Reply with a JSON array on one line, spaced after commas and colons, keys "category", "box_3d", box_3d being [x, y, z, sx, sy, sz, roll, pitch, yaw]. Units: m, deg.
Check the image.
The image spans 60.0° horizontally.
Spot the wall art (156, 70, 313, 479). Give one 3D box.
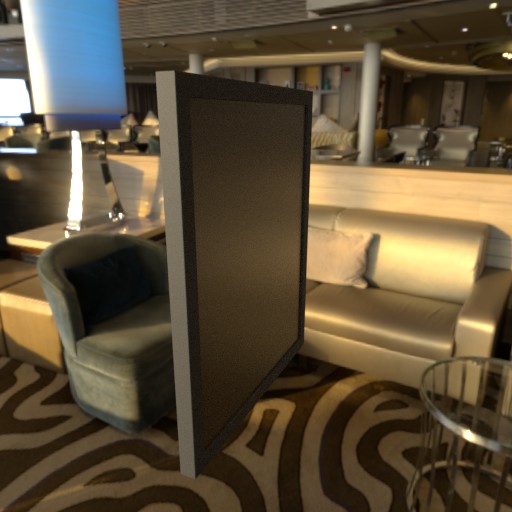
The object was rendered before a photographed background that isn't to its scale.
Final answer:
[{"category": "wall art", "box_3d": [0.000, 0.000, 0.769, 0.028, 0.558, 0.457, 8, 19, 25]}]
